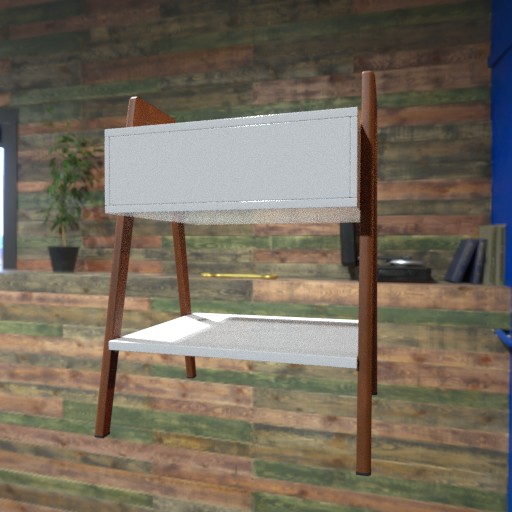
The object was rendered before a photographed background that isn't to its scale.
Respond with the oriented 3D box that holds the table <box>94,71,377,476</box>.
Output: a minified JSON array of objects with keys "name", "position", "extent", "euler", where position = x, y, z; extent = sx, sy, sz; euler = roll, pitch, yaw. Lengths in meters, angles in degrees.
[{"name":"table","position":[0.000,0.000,0.874],"extent":[0.457,0.610,0.405],"euler":[0,1,17]}]
